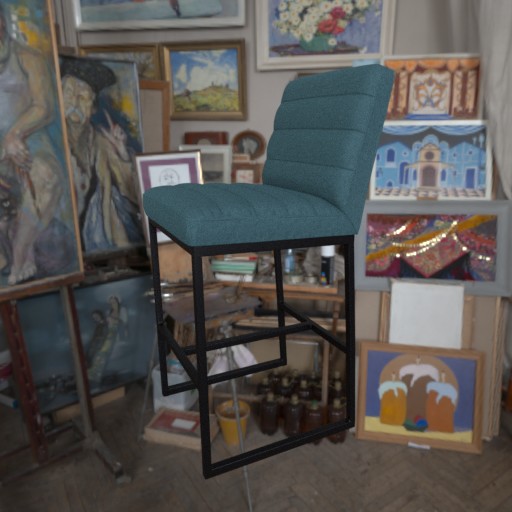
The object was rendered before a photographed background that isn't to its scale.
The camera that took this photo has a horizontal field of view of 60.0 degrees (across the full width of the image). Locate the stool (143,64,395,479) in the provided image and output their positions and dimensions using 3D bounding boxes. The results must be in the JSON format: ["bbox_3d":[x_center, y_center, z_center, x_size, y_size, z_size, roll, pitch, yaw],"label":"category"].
[{"bbox_3d":[0.000,0.000,1.311,0.560,1.040,0.460,-8,18,-25],"label":"stool"}]
